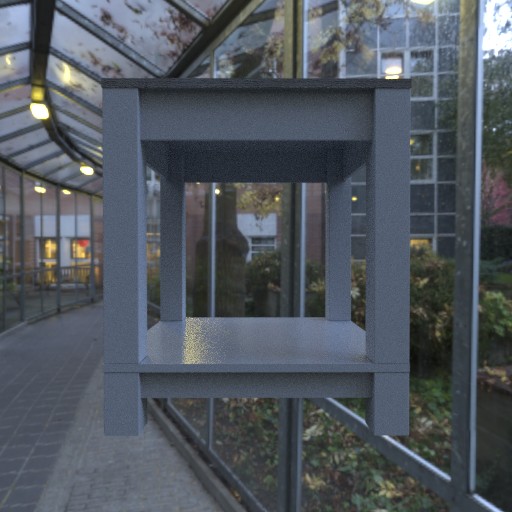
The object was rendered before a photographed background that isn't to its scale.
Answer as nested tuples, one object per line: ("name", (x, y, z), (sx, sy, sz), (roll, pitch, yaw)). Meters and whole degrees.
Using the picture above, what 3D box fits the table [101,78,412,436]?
("table", (0.000, 0.000, 0.979), (0.506, 0.587, 0.504), (0, 1, 0))
